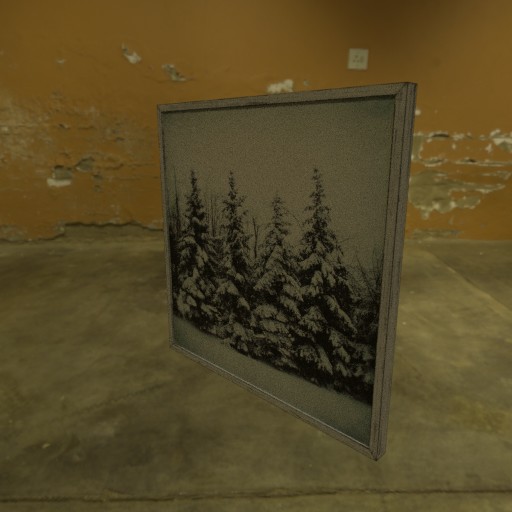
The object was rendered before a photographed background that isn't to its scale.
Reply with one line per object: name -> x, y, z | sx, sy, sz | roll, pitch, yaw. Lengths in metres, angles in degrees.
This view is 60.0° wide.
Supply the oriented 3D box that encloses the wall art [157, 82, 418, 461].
wall art -> 0.000, 0.000, 1.121 | 0.761, 0.761, 0.037 | 14, 20, 43
